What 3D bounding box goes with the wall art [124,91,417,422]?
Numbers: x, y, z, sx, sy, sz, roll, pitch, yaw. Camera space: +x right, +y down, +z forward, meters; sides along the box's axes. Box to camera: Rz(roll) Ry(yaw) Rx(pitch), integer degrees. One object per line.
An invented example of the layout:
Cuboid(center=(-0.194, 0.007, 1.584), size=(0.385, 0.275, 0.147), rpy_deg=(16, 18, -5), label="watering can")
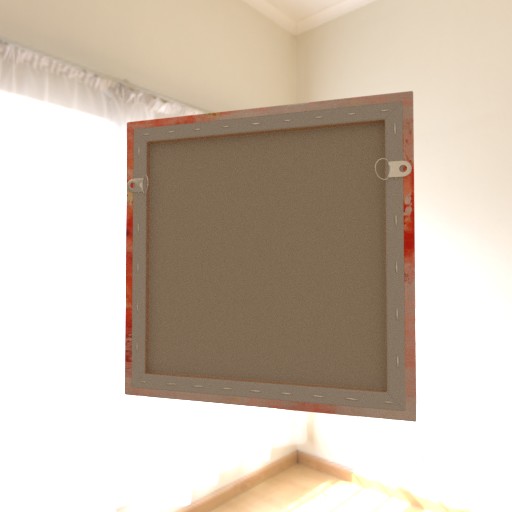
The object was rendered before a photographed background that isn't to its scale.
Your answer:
Cuboid(center=(0.000, 0.000, 1.298), size=(0.878, 0.878, 0.066), rpy_deg=(-1, -2, 17), label="wall art")
